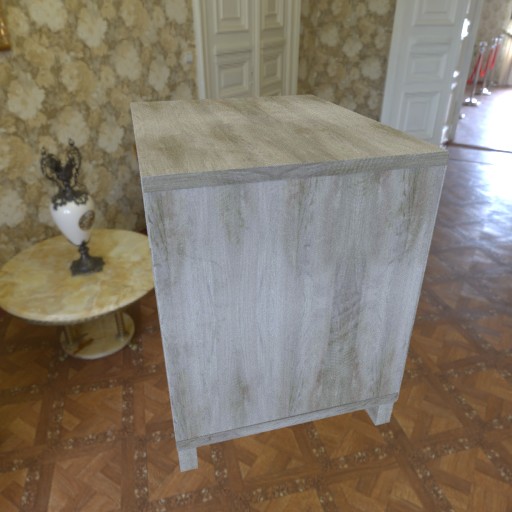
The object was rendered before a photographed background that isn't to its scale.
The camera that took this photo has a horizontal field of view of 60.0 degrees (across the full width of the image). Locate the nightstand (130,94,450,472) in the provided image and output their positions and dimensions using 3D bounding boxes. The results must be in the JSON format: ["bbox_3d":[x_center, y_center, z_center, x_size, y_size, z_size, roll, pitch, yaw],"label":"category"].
[{"bbox_3d":[0.000,0.000,0.754,0.347,0.448,0.427,-7,29,-13],"label":"nightstand"}]
